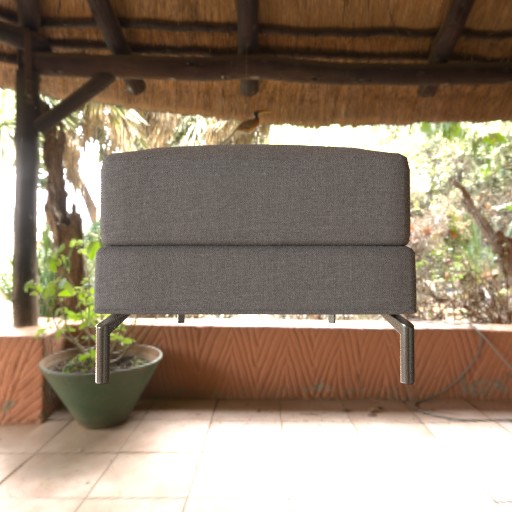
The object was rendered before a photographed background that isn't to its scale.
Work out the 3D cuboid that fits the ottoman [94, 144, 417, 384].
[{"bbox_3d":[0.000,0.000,1.172,0.584,0.457,0.838,0,-1,0],"label":"ottoman"}]
